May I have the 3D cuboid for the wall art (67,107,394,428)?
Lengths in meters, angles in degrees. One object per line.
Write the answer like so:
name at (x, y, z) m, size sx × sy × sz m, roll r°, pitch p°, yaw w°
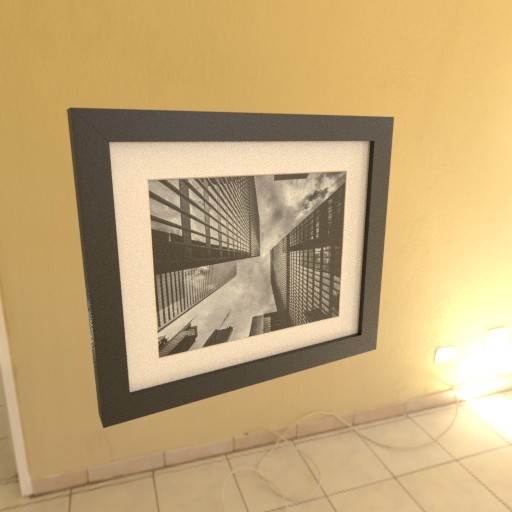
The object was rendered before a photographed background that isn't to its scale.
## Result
wall art at (0.000, 0.000, 0.525) m, size 0.381 × 0.321 × 0.028 m, roll -8°, pitch 17°, yaw -27°
